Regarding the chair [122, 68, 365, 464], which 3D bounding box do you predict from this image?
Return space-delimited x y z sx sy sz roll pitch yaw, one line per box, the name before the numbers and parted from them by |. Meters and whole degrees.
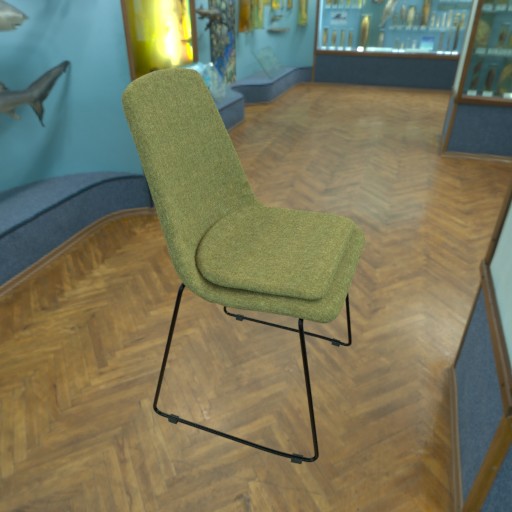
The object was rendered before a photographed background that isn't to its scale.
chair | 0.000 0.000 1.123 0.496 0.849 0.479 11 33 18
